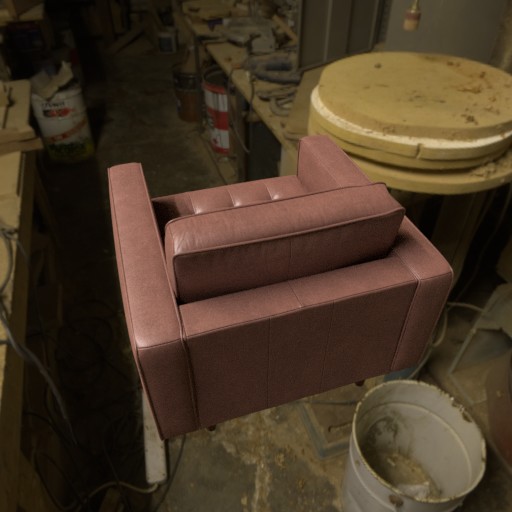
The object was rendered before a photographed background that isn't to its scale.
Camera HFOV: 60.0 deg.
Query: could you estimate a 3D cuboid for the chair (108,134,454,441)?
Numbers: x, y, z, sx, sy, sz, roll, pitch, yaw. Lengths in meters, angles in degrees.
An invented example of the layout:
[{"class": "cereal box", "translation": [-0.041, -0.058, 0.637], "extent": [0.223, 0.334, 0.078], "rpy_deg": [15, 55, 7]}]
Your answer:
[{"class": "chair", "translation": [0.000, 0.000, 1.549], "extent": [0.920, 0.770, 0.900], "rpy_deg": [-12, 43, -13]}]
